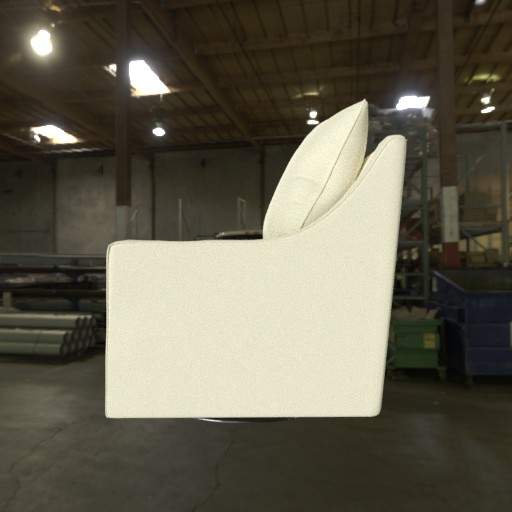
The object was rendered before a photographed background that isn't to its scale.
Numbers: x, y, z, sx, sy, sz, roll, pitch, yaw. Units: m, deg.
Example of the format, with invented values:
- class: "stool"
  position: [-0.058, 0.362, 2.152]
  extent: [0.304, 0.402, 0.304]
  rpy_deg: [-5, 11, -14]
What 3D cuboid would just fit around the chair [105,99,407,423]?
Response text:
- class: "chair"
  position: [0.000, 0.000, 1.614]
  extent: [0.876, 0.965, 0.756]
  rpy_deg: [0, -1, -1]
